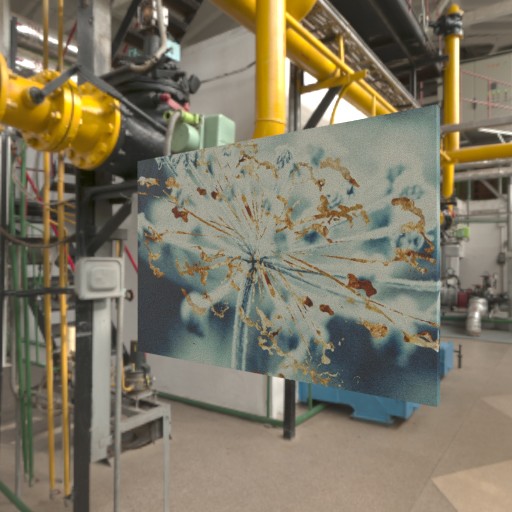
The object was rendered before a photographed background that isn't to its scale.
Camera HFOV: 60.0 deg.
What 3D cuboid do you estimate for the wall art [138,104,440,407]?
[{"bbox_3d":[0.000,0.000,1.456,1.138,0.759,0.035,0,0,35],"label":"wall art"}]
